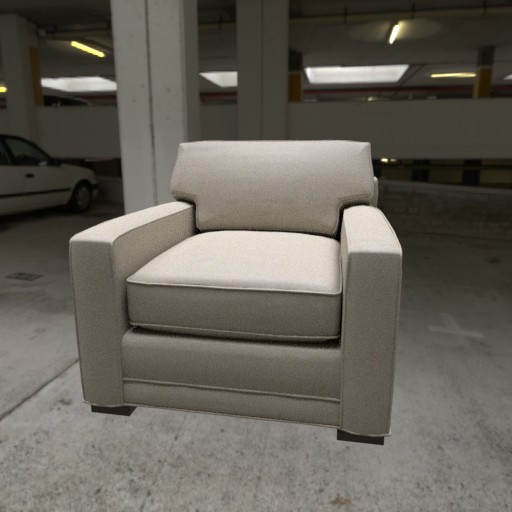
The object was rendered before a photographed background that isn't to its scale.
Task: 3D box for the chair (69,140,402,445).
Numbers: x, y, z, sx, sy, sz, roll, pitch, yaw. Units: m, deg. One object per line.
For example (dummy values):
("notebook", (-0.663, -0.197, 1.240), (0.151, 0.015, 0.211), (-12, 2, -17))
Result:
("chair", (0.000, 0.000, 1.777), (0.998, 0.913, 1.043), (2, 14, 10))
